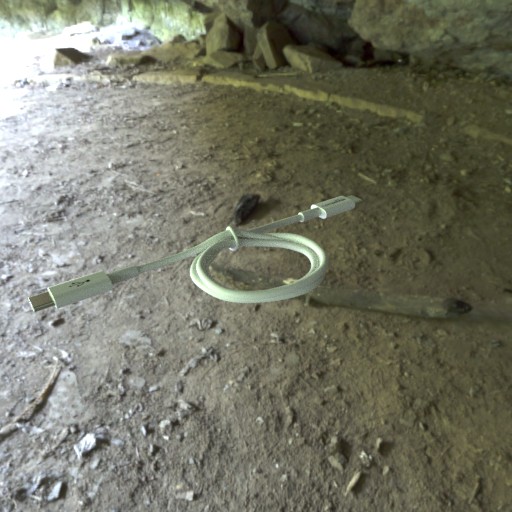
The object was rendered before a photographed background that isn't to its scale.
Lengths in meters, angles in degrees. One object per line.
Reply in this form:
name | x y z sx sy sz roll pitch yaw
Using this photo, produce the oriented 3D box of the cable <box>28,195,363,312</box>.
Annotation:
cable | 0.000 0.000 0.225 0.203 0.014 0.070 -20 36 -30
